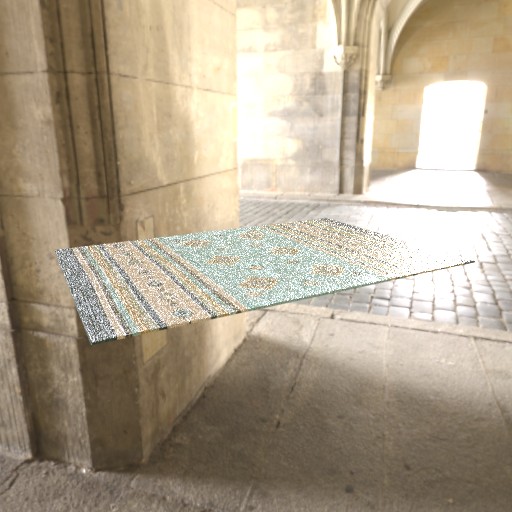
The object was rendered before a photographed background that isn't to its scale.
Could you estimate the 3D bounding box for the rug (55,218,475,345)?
[{"bbox_3d":[0.000,0.000,2.290,1.811,0.010,1.212,-9,18,-27],"label":"rug"}]
